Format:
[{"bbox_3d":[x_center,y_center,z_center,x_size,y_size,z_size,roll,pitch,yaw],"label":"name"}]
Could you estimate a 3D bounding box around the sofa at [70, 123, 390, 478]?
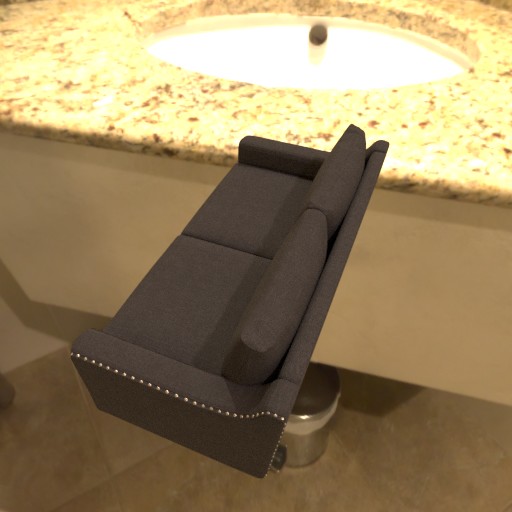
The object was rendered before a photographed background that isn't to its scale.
[{"bbox_3d":[0.000,0.000,3.254,1.336,1.196,2.550,16,48,16],"label":"sofa"}]
